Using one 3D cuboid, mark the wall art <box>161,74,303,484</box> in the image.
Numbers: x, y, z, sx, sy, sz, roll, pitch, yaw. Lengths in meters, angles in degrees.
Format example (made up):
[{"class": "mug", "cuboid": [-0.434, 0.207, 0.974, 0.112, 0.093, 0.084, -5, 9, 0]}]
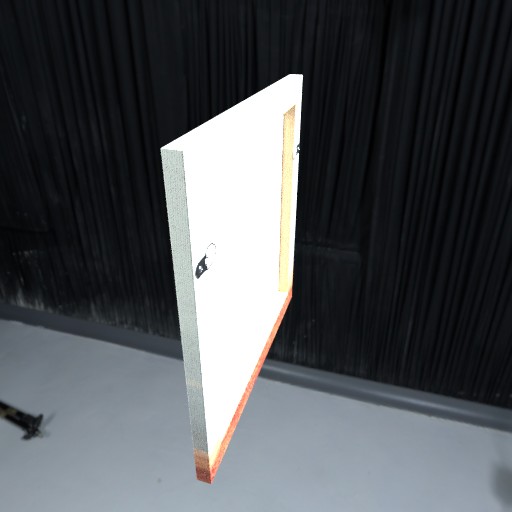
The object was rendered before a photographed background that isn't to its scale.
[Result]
[{"class": "wall art", "cuboid": [0.000, 0.000, 1.122, 0.042, 0.760, 0.760, 9, 31, 15]}]
